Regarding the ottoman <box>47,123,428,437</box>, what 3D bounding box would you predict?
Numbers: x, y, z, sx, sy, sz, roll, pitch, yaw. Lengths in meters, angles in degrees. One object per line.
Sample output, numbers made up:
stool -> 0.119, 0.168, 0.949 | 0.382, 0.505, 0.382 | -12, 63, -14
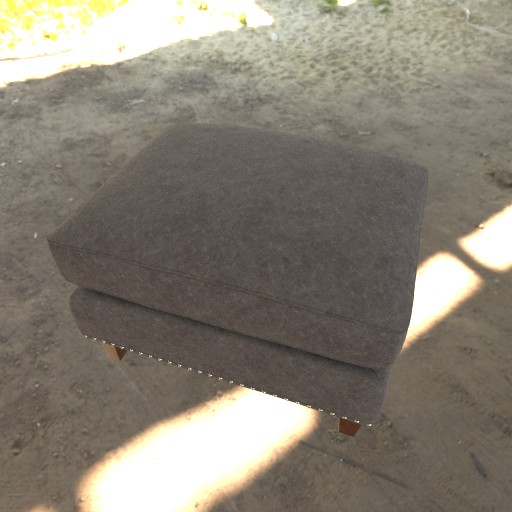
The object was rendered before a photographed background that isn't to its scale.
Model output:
ottoman -> 0.000, 0.000, 1.136 | 0.741, 0.513, 0.584 | 13, 44, 14
